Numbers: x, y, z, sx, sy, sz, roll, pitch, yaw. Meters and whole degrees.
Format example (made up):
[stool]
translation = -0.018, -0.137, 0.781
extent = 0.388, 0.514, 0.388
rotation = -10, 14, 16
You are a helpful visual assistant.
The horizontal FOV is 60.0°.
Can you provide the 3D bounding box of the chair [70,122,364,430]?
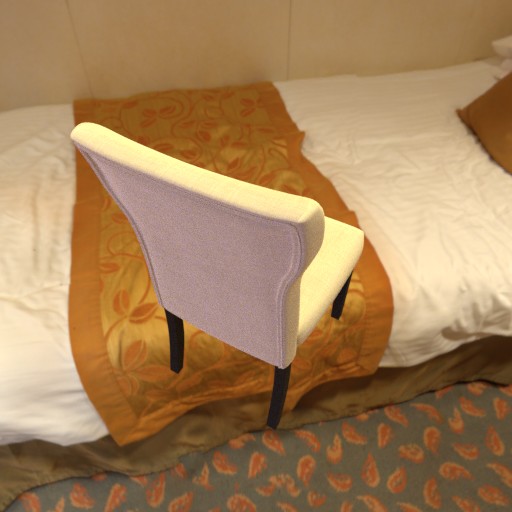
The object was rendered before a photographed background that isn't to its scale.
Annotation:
[chair]
translation = 0.000, 0.000, 1.234
extent = 0.509, 0.921, 0.597
rotation = 23, 50, 21
